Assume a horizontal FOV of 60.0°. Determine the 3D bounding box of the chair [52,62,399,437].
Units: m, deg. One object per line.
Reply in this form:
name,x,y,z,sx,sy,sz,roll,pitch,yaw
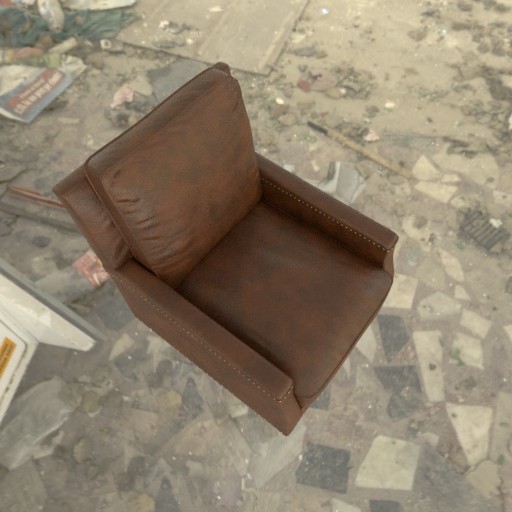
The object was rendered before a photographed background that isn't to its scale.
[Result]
chair,0.000,0.000,1.817,1.035,1.054,0.854,33,64,19
